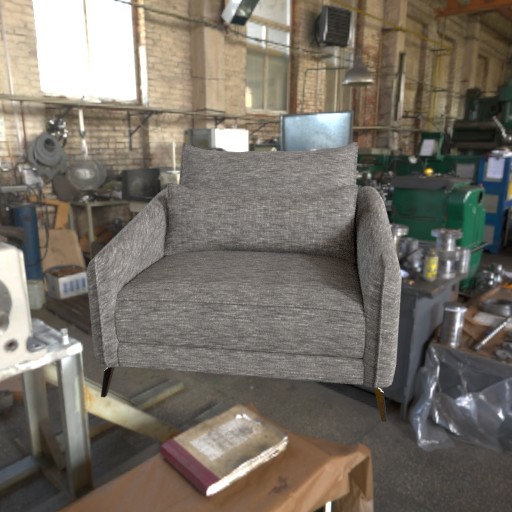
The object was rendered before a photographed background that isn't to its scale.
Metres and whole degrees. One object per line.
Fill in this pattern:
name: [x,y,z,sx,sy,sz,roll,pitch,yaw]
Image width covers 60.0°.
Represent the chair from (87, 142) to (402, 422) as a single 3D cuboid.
chair: [0.000,0.000,1.673,1.004,0.842,0.805,2,14,8]
